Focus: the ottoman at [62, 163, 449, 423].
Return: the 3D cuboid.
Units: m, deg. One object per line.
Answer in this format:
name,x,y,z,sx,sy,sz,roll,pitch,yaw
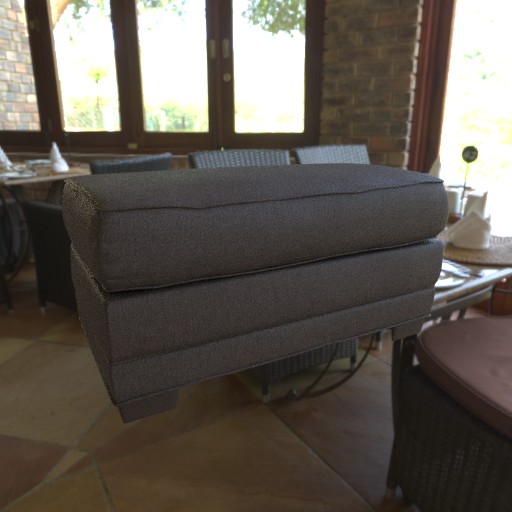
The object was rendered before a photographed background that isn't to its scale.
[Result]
ottoman,0.000,0.000,1.140,0.864,0.448,0.490,-9,19,-27
